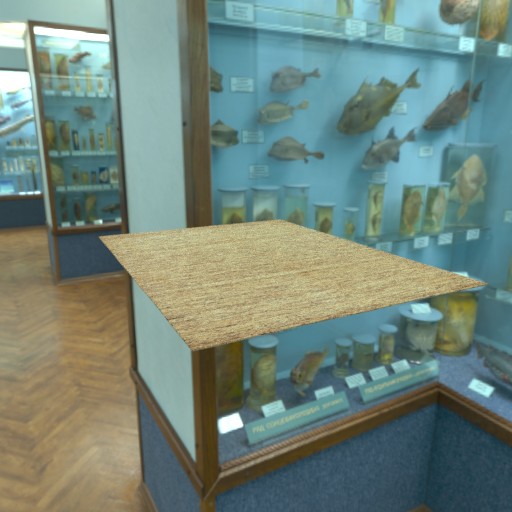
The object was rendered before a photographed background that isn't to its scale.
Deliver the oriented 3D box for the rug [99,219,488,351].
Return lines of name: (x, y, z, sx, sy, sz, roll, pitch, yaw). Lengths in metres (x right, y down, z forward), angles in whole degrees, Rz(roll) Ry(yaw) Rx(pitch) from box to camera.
rug: (0.000, 0.000, 4.295, 2.438, 0.012, 3.200, -8, 17, -26)
